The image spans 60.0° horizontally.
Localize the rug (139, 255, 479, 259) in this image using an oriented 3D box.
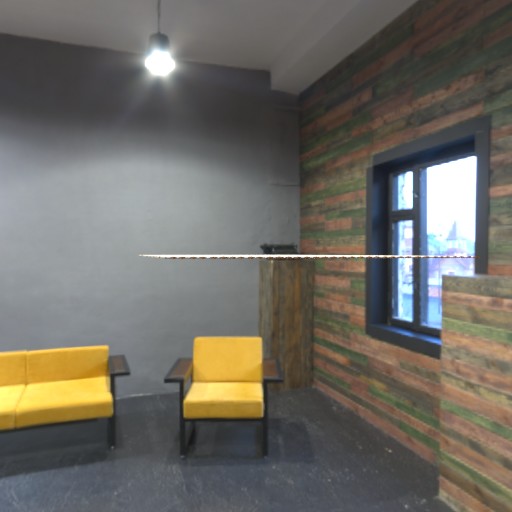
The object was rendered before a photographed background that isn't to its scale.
[{"bbox_3d":[0.000,0.000,2.497,1.196,0.008,2.006,0,0,-17],"label":"rug"}]
